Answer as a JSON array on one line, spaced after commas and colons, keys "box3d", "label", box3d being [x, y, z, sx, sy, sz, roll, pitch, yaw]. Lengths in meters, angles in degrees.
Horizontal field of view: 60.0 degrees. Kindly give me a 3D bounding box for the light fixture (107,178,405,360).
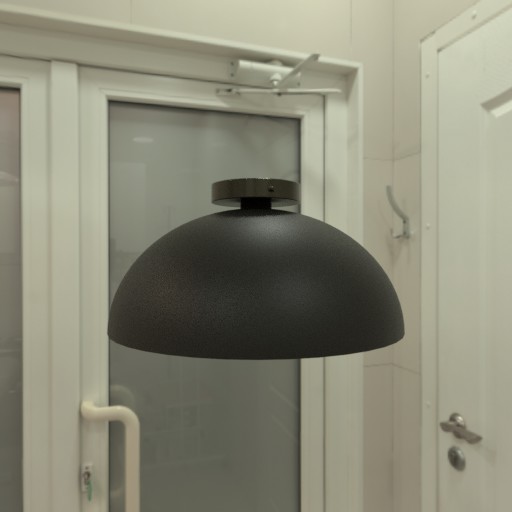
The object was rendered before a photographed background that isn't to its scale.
[{"box3d": [0.000, 0.000, 0.557, 0.355, 0.177, 0.355, 0, 0, 0], "label": "light fixture"}]
